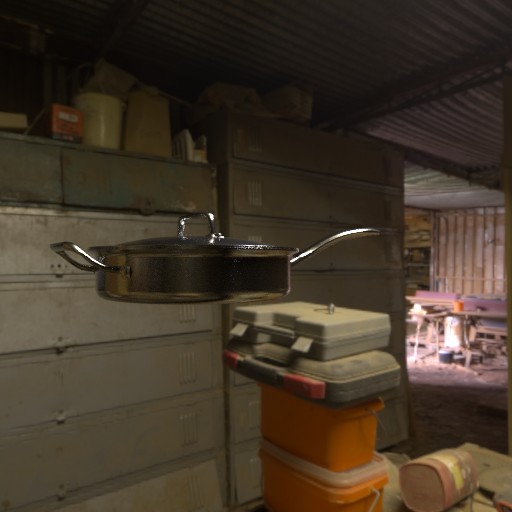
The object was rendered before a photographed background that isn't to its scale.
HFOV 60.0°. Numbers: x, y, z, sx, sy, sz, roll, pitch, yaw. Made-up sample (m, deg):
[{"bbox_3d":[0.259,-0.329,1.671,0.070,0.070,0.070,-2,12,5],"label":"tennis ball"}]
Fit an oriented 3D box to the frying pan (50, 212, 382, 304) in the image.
[{"bbox_3d":[0.000,0.000,0.665,0.561,0.114,0.280,1,-1,-36],"label":"frying pan"}]
